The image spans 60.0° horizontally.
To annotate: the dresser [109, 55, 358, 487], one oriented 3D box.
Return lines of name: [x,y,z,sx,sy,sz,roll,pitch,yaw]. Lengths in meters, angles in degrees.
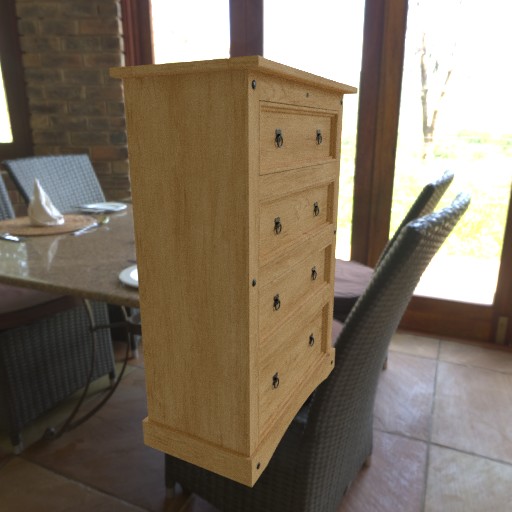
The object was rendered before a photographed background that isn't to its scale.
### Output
dresser: [0.000,0.000,1.738,0.485,1.300,0.915,8,17,26]
